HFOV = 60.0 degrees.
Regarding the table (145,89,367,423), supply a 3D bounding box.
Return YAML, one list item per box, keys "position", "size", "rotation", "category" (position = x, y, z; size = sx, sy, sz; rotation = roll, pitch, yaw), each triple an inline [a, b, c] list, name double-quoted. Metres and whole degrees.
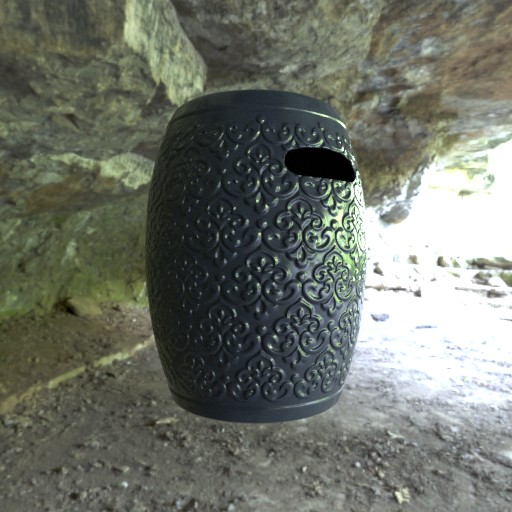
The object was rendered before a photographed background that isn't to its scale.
- position: [0.000, 0.000, 0.635]
  size: [0.309, 0.397, 0.309]
  rotation: [0, 0, 0]
  category: "table"
